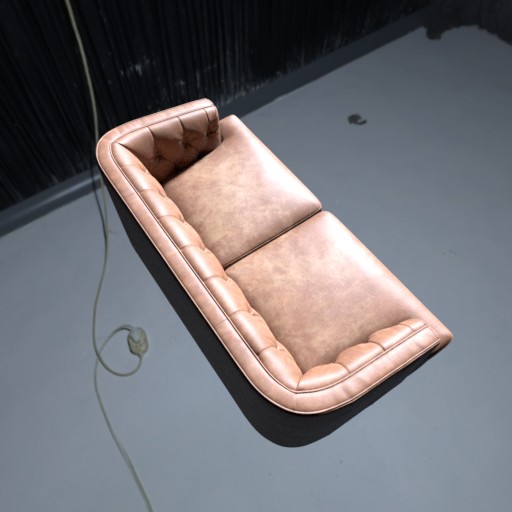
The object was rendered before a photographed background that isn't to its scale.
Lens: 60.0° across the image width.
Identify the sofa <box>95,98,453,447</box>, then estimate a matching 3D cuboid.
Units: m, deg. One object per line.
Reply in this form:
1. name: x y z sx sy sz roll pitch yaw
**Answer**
1. sofa: 0.000 0.000 2.224 0.914 0.786 1.755 -31 63 -18
